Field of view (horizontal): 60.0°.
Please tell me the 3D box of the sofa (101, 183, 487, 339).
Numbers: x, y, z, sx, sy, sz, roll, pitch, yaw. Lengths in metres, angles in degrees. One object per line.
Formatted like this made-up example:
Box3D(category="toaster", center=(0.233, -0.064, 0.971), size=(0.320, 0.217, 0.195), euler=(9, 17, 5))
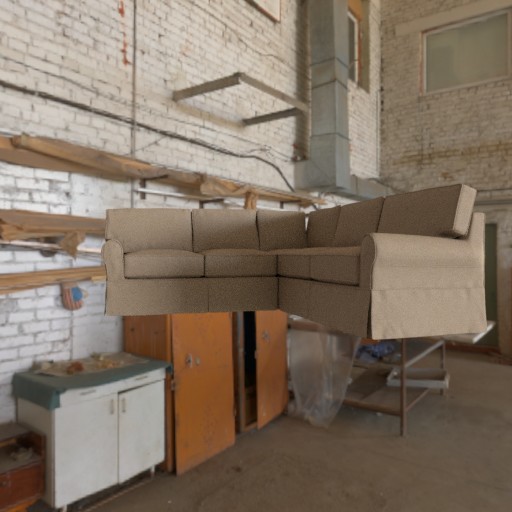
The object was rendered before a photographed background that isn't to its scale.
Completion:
Box3D(category="sofa", center=(0.000, 0.000, 4.097), size=(2.730, 1.124, 2.733), euler=(0, 0, -18))
